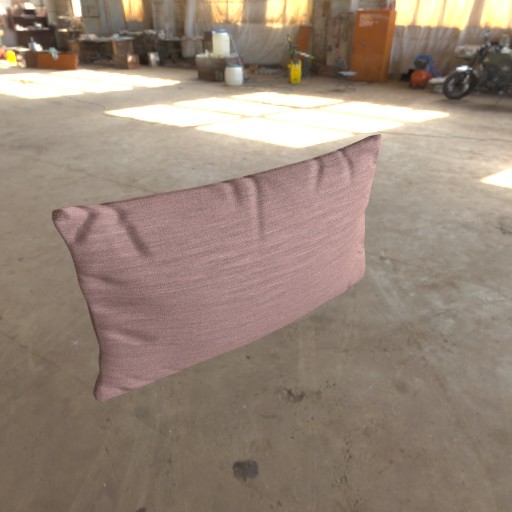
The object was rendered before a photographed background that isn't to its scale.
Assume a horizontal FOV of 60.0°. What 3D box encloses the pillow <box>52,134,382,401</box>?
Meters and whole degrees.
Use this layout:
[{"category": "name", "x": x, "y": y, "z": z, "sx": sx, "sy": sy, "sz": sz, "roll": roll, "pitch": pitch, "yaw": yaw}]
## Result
[{"category": "pillow", "x": 0.000, "y": 0.000, "z": 0.792, "sx": 0.633, "sy": 0.338, "sz": 0.210, "roll": -20, "pitch": 35, "yaw": -31}]
